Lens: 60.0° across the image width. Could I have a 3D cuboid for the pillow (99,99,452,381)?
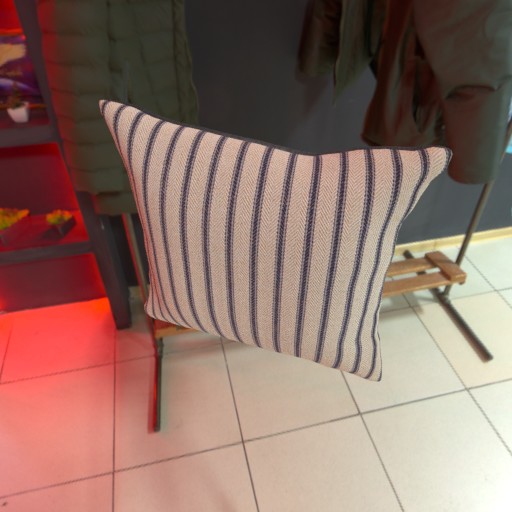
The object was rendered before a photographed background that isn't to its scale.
[{"bbox_3d":[0.000,0.000,0.694,0.468,0.444,0.138,13,43,14],"label":"pillow"}]
